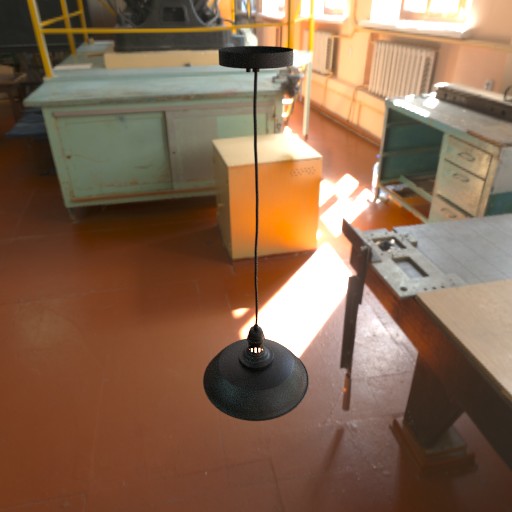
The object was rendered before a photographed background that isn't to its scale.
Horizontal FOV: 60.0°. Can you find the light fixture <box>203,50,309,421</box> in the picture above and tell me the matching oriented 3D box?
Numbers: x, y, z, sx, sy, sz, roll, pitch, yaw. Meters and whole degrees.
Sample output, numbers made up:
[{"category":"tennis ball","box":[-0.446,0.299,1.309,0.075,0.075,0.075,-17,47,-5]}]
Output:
[{"category":"light fixture","box":[0.000,0.000,1.171,0.331,0.993,0.331,12,32,19]}]
